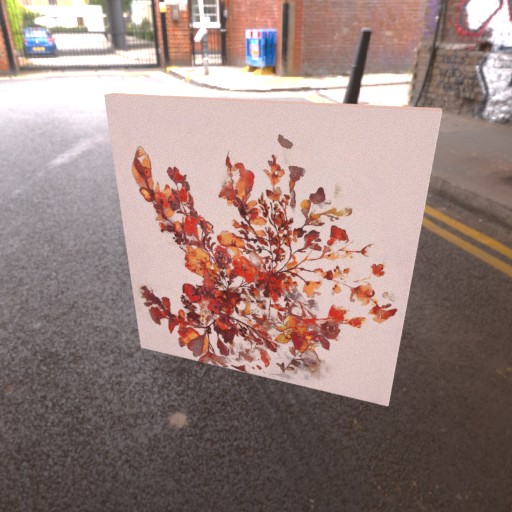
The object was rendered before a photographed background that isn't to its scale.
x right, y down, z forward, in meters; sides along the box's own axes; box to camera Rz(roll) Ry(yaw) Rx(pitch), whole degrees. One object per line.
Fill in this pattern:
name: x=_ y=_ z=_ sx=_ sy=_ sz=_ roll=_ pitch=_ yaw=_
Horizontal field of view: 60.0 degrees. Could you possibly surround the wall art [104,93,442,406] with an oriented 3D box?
wall art: x=0.000 y=0.000 z=1.511 sx=1.009 sy=1.009 sz=0.049 roll=9 pitch=28 yaw=17
